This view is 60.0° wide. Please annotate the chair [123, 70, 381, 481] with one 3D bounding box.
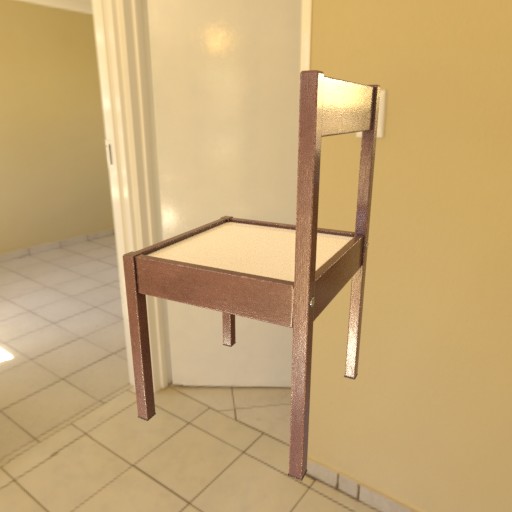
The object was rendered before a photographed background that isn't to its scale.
[{"bbox_3d":[0.000,0.000,0.692,0.285,0.505,0.285,9,20,26],"label":"chair"}]
